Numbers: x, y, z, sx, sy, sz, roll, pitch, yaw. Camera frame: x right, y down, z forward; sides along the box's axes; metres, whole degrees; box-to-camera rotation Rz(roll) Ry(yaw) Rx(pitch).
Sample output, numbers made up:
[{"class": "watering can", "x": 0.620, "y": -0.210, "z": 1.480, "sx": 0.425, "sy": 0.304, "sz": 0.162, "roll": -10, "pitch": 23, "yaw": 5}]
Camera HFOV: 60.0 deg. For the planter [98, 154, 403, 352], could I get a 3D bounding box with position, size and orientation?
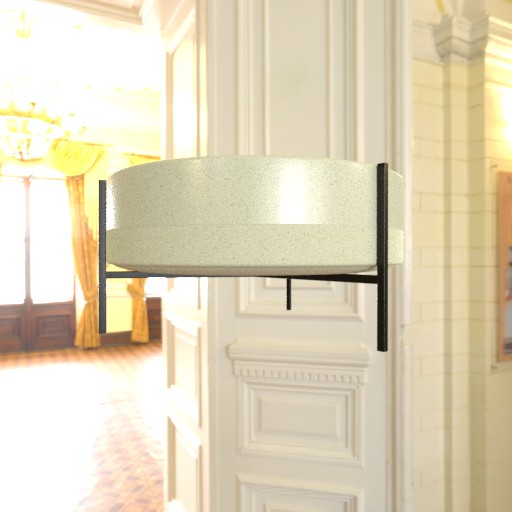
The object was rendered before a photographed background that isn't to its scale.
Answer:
[{"class": "planter", "x": 0.000, "y": 0.000, "z": 0.532, "sx": 0.336, "sy": 0.171, "sz": 0.345, "roll": 0, "pitch": 0, "yaw": 18}]
